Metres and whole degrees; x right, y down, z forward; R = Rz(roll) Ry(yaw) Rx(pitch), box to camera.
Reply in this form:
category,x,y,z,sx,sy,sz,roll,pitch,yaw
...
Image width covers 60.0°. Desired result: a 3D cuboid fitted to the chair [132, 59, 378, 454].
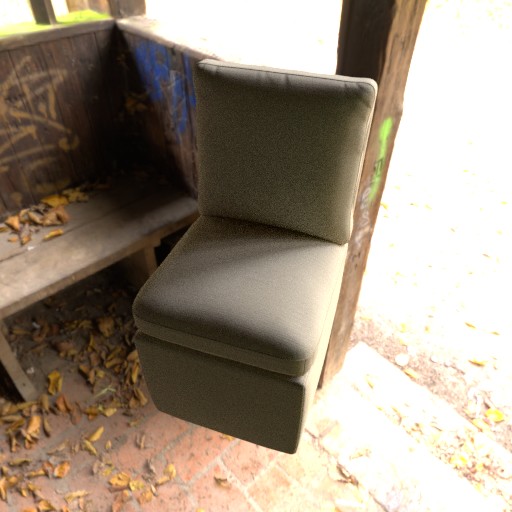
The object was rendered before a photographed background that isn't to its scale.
category,x,y,z,sx,sy,sz,roll,pitch,yaw
chair,0.000,0.000,1.300,0.503,0.927,0.698,13,44,14
